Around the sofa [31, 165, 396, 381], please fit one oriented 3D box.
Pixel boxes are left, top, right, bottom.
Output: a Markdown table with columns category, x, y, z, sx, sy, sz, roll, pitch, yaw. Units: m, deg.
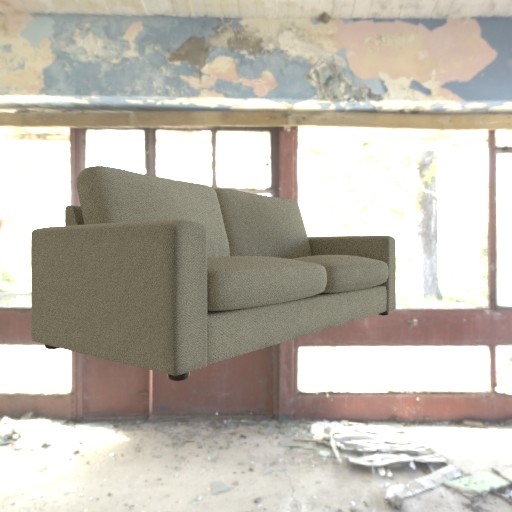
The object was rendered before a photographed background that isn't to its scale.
| category | x | y | z | sx | sy | sz | roll | pitch | yaw |
| --- | --- | --- | --- | --- | --- | --- | --- | --- | --- |
| sofa | 0.000 | 0.000 | 2.642 | 1.016 | 0.873 | 2.179 | 0 | 1 | 37 |
